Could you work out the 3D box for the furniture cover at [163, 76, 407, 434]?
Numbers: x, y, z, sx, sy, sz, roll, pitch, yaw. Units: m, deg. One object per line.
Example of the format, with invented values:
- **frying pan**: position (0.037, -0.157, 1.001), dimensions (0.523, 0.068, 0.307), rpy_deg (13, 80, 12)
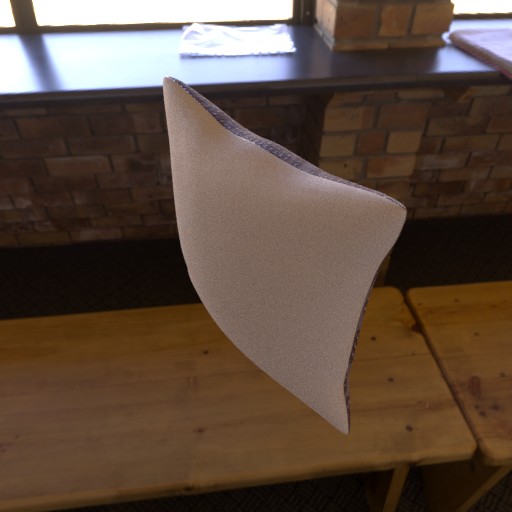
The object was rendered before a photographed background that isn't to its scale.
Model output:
- **furniture cover**: position (0.000, 0.000, 0.821), dimensions (0.193, 0.509, 0.552), rpy_deg (-27, 48, -28)
